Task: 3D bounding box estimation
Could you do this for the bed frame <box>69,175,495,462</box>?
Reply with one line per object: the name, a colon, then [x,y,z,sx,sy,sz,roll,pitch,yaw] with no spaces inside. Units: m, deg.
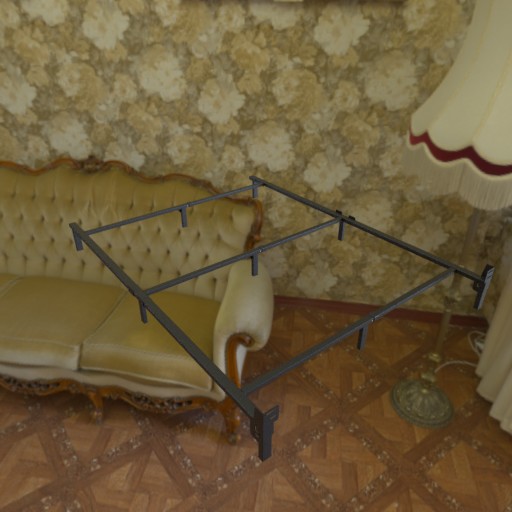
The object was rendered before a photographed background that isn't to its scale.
bed frame: [0.000,0.000,2.571,1.498,0.248,1.990,-21,36,-32]
